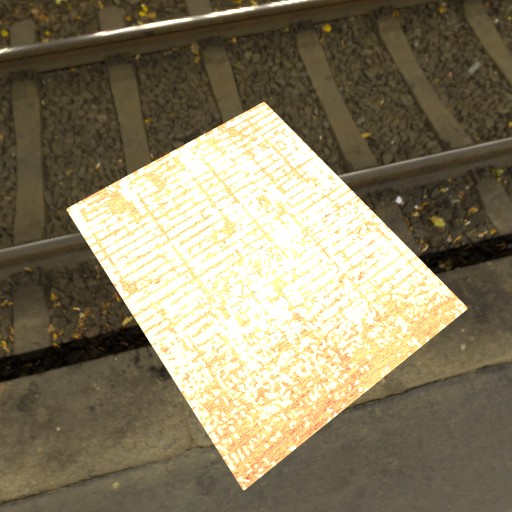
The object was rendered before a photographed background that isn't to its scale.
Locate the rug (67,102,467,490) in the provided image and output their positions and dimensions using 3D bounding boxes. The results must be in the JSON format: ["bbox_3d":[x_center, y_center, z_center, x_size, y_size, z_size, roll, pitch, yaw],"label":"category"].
[{"bbox_3d":[0.000,0.000,4.168,2.441,0.011,3.050,-33,68,-15],"label":"rug"}]
